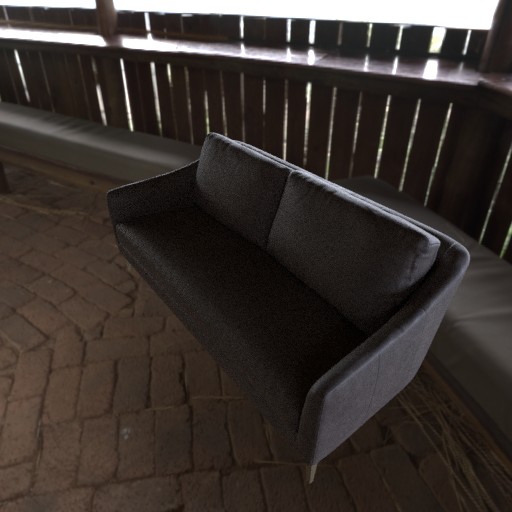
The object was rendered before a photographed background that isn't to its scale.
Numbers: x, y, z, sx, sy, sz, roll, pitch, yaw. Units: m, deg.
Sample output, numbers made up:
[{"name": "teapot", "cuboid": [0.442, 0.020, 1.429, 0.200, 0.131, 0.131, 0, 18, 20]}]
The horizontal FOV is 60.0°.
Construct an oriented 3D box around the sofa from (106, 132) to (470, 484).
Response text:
[{"name": "sofa", "cuboid": [0.000, 0.000, 2.447, 0.960, 0.902, 2.036, -21, 38, -30]}]
